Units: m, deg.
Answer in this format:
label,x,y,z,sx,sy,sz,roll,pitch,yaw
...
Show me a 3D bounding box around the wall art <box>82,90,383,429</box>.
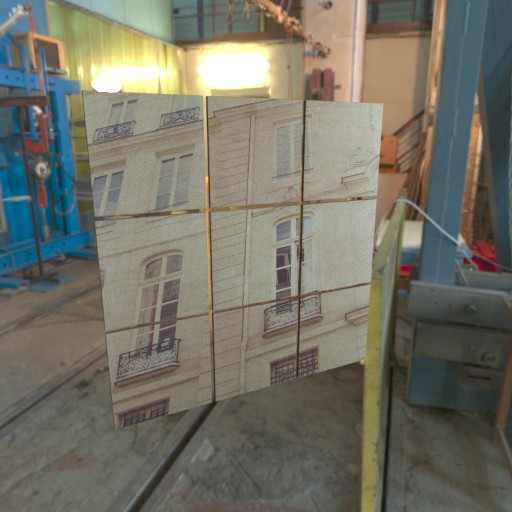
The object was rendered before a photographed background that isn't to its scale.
label,x,y,z,sx,sy,sz,roll,pitch,yaw
wall art,0.000,0.000,1.811,1.221,1.218,0.024,-8,17,-26
